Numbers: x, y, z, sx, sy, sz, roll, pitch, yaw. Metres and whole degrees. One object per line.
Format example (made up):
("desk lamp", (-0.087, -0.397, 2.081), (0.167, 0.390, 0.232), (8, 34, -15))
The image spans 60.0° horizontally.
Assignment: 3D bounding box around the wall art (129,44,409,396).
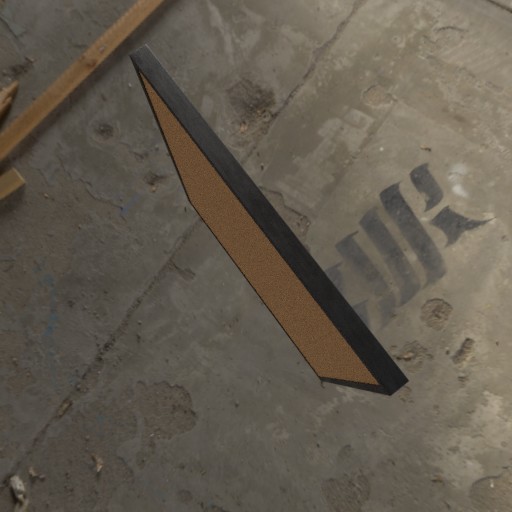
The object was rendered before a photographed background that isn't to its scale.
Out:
("wall art", (0.000, 0.000, 1.134), (0.039, 0.763, 0.763), (-35, 79, -8))
